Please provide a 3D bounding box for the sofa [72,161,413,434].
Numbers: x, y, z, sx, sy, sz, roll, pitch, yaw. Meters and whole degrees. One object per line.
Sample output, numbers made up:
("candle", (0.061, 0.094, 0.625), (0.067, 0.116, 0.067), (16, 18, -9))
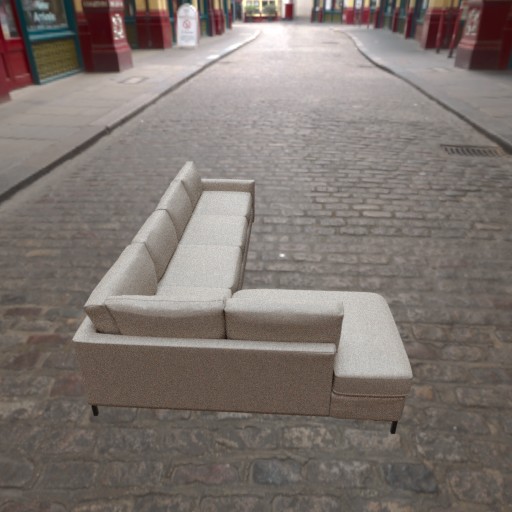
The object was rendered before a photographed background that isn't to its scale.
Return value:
("sofa", (0.000, 0.000, 3.142), (1.617, 0.703, 2.423), (2, 29, 3))
